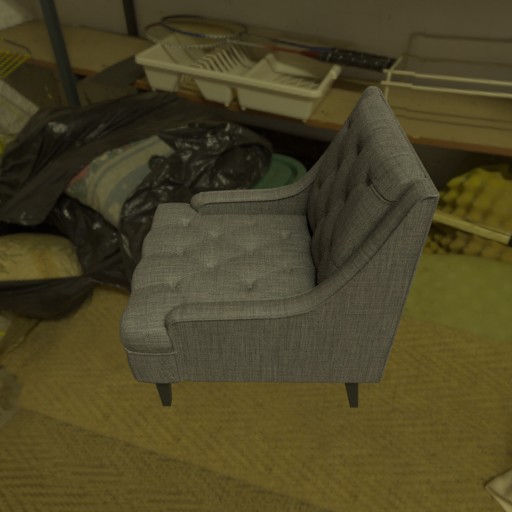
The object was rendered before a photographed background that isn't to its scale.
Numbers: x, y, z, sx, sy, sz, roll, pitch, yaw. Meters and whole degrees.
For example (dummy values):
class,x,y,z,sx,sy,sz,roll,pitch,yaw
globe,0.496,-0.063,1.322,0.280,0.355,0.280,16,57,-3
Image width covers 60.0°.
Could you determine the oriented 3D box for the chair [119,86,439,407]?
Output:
class,x,y,z,sx,sy,sz,roll,pitch,yaw
chair,0.000,0.000,1.431,0.771,0.891,0.655,0,40,0
